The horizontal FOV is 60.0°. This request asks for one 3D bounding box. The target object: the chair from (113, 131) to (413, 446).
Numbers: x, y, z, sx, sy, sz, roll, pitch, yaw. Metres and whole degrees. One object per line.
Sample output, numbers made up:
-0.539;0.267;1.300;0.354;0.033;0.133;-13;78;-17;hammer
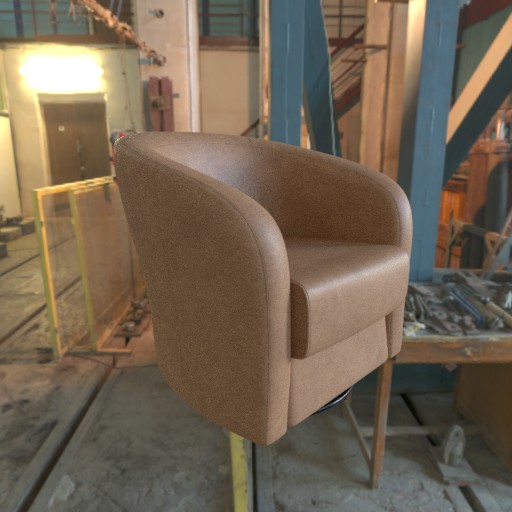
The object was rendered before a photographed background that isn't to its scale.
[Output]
0.000;0.000;1.404;0.815;0.771;0.791;13;19;42;chair
